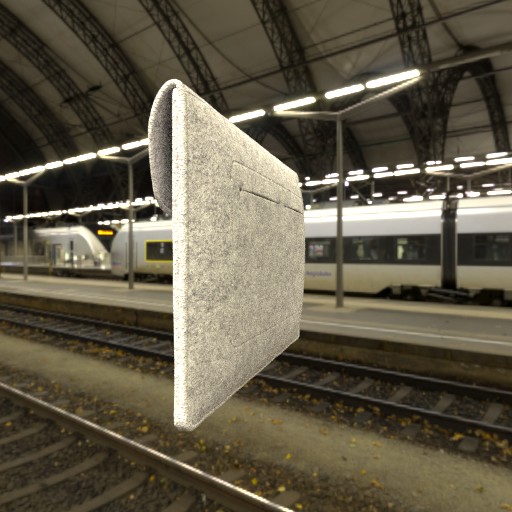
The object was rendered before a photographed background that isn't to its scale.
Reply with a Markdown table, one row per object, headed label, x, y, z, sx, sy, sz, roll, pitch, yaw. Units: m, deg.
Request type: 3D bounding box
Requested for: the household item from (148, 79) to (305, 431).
| label | x | y | z | sx | sy | sz | roll | pitch | yaw |
| --- | --- | --- | --- | --- | --- | --- | --- | --- | --- |
| household item | 0.000 | 0.000 | 0.433 | 0.057 | 0.221 | 0.335 | 0 | 0 | 18 |
